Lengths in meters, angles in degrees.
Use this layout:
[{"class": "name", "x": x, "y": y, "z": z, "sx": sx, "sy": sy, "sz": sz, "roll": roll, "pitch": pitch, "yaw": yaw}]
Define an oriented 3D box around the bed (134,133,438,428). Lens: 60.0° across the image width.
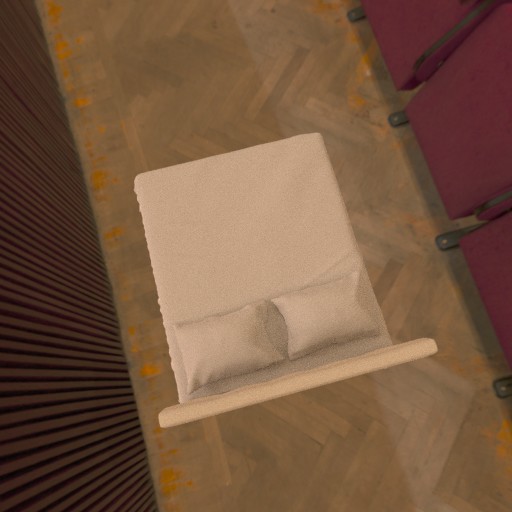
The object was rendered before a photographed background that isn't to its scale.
[{"class": "bed", "x": 0.000, "y": 0.000, "z": 3.485, "sx": 1.936, "sy": 1.577, "sz": 2.222, "roll": -14, "pitch": 75, "yaw": -4}]
